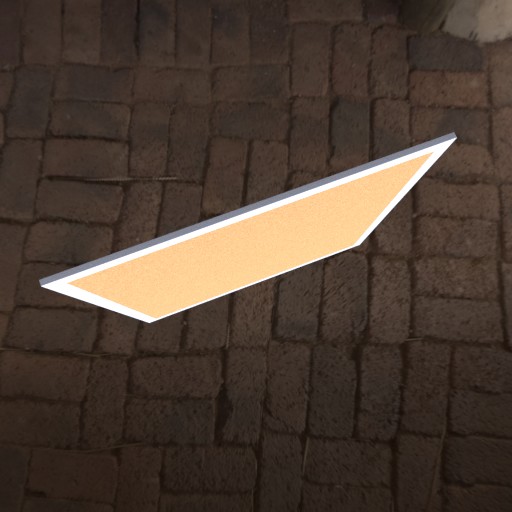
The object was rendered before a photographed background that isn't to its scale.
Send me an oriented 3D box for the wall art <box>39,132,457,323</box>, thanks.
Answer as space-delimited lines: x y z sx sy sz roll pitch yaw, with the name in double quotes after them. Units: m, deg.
0.000 0.000 0.831 0.558 0.559 0.009 -20 78 -5 "wall art"
